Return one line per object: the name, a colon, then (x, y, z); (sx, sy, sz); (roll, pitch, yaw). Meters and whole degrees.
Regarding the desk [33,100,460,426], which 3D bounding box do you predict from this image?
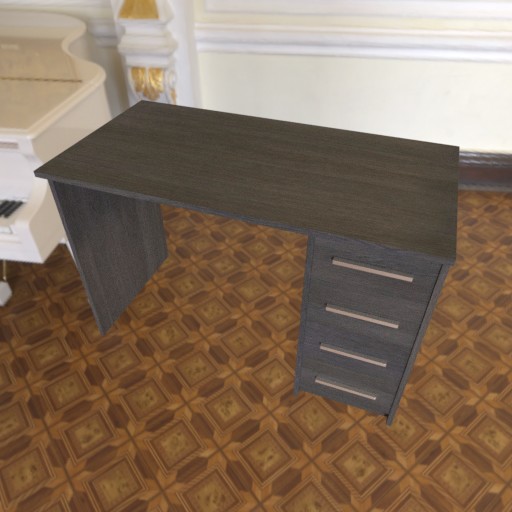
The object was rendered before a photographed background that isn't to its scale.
desk: (0.000, 0.000, 1.503); (1.096, 0.730, 0.560); (13, 42, 15)
